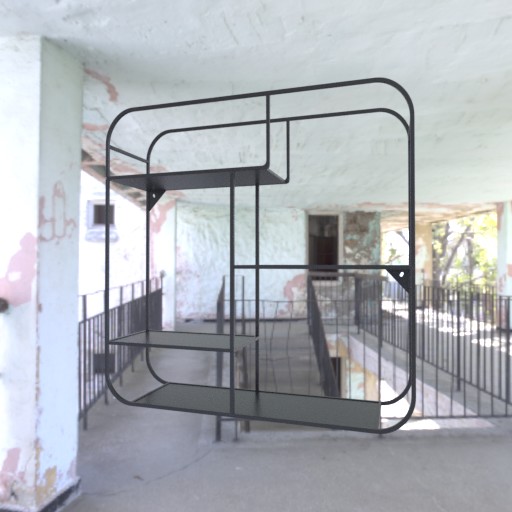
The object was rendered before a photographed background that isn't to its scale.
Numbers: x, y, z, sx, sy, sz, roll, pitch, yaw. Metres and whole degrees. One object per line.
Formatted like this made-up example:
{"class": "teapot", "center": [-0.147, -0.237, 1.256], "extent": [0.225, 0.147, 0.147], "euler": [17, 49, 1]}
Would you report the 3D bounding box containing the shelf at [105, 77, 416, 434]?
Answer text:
{"class": "shelf", "center": [0.000, 0.000, 0.895], "extent": [0.600, 0.600, 0.160], "euler": [0, -1, 18]}
